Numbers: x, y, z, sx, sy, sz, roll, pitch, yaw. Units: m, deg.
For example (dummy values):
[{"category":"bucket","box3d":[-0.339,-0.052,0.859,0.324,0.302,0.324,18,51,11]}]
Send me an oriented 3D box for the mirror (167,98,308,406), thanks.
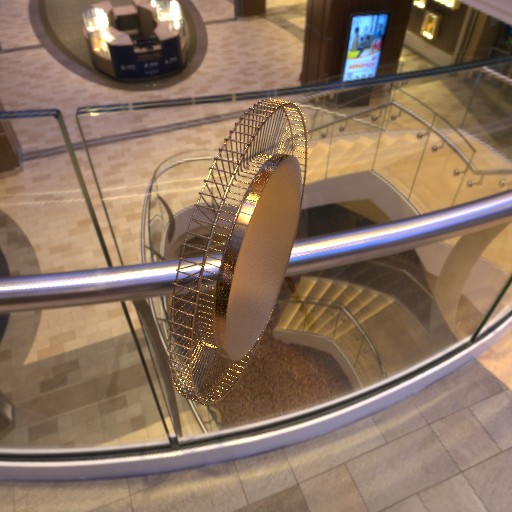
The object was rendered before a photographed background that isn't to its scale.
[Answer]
[{"category":"mirror","box3d":[0.000,0.000,1.047,0.067,0.703,0.703,16,48,15]}]
